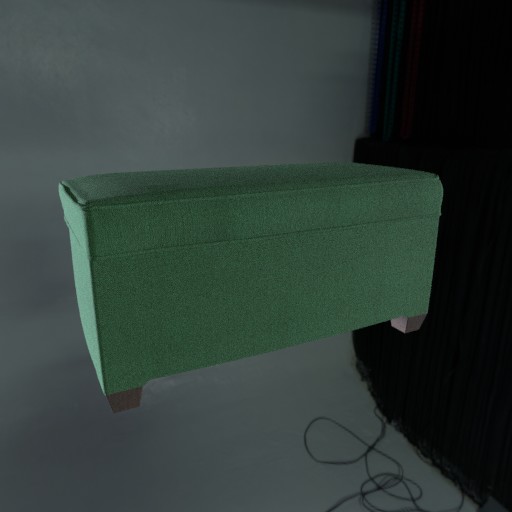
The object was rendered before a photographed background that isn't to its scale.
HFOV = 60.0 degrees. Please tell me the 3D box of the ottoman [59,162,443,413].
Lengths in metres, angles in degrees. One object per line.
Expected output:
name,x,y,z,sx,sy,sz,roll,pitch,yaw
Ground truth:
ottoman,0.000,0.000,1.244,0.957,0.471,0.483,-8,19,-26
